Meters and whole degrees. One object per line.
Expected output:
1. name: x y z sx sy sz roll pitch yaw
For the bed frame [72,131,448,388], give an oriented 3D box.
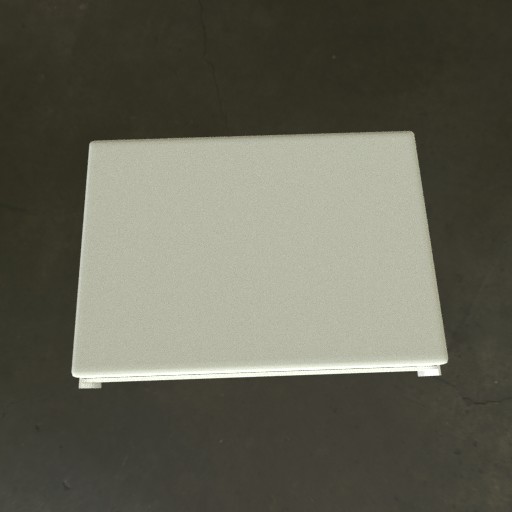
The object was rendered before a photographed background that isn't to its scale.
1. bed frame: 0.000 0.000 2.645 1.945 0.497 1.445 -2 74 -1
